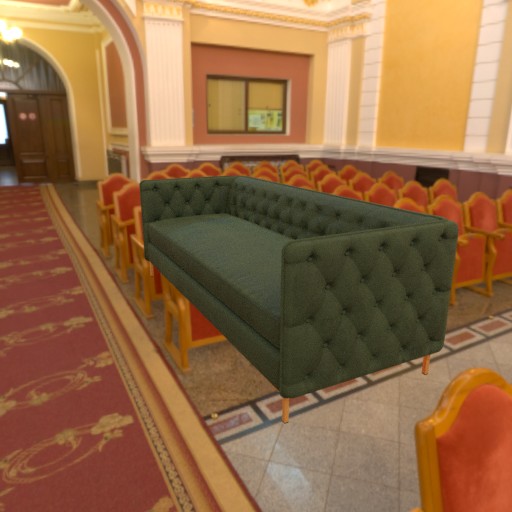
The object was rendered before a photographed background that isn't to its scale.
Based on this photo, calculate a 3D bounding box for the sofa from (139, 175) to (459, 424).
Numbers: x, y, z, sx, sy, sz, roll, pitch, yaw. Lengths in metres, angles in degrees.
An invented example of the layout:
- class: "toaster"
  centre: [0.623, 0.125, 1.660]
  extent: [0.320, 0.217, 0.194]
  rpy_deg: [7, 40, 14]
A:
- class: "sofa"
  centre: [0.000, 0.000, 2.745]
  extent: [0.895, 0.771, 2.209]
  rpy_deg: [-8, 18, -26]
